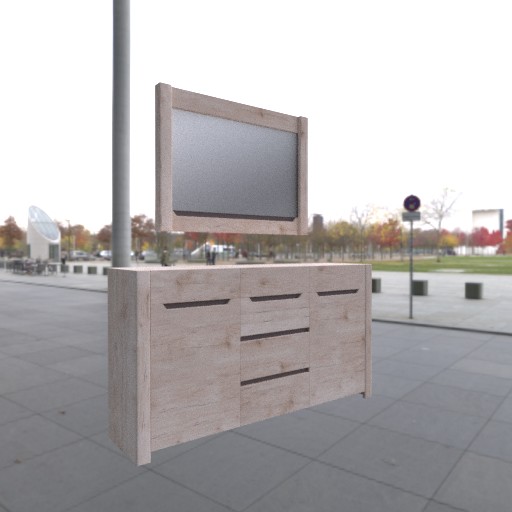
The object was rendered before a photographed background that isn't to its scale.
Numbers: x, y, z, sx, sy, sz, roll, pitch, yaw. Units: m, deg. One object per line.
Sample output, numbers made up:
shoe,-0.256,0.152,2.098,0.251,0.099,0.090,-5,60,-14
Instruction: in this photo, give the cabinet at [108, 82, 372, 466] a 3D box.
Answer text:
cabinet,0.000,0.000,2.749,1.700,1.981,0.420,0,1,-36
